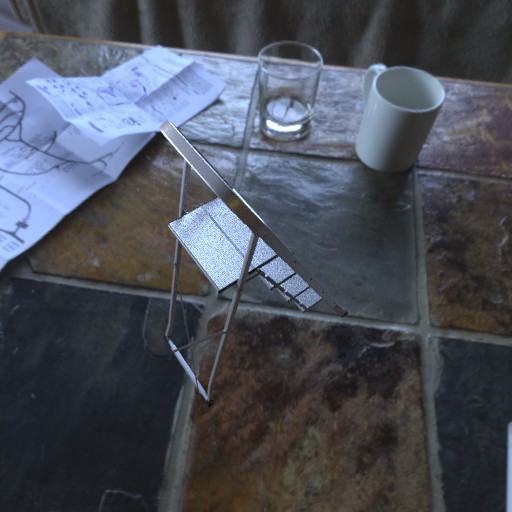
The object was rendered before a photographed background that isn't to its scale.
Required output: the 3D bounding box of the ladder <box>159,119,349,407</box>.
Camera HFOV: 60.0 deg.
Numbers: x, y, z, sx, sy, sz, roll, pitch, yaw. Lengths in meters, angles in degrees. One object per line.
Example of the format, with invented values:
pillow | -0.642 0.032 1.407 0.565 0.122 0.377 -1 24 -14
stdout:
ladder | 0.000 0.000 1.679 0.830 1.290 0.465 -32 63 -18
